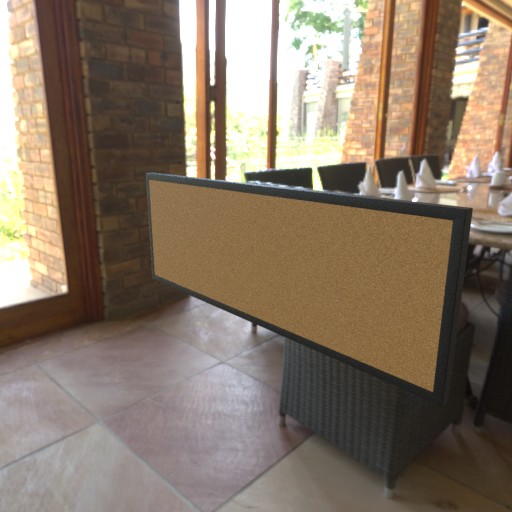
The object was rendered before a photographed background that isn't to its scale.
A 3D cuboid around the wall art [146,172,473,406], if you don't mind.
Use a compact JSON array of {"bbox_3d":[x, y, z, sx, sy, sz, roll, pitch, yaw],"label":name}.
[{"bbox_3d":[0.000,0.000,1.736,0.041,0.554,1.572,-14,20,-41],"label":"wall art"}]
